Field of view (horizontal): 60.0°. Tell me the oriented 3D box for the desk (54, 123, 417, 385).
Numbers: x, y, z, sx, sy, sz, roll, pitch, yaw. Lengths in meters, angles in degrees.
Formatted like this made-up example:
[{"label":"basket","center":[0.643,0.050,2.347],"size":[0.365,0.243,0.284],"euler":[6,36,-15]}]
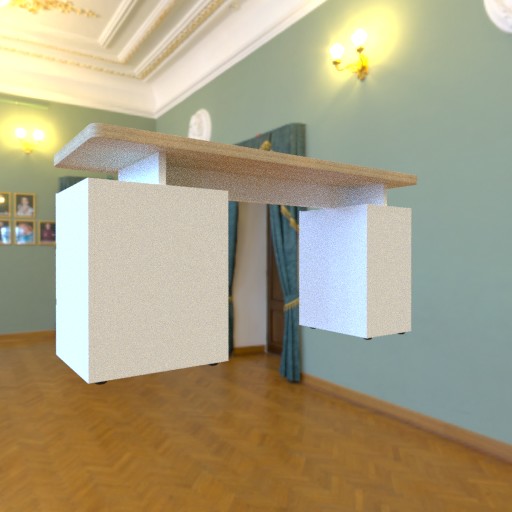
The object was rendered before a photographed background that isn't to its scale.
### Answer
[{"label":"desk","center":[0.000,0.000,1.890],"size":[1.500,0.755,0.550],"euler":[0,0,-35]}]
